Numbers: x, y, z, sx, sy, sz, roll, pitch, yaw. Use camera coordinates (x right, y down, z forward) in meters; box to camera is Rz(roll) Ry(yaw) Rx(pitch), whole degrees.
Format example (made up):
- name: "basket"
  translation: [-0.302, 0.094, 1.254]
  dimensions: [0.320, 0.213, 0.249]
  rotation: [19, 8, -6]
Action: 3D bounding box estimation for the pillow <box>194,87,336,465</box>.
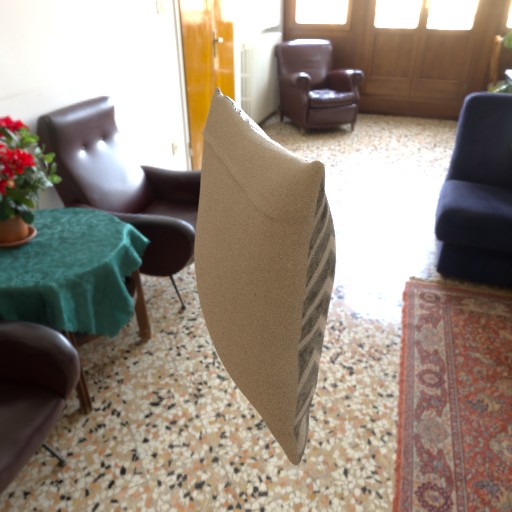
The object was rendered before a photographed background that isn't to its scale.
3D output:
- name: "pillow"
  translation: [0.000, 0.000, 0.693]
  dimensions: [0.182, 0.441, 0.440]
  rotation: [-9, 32, -15]
